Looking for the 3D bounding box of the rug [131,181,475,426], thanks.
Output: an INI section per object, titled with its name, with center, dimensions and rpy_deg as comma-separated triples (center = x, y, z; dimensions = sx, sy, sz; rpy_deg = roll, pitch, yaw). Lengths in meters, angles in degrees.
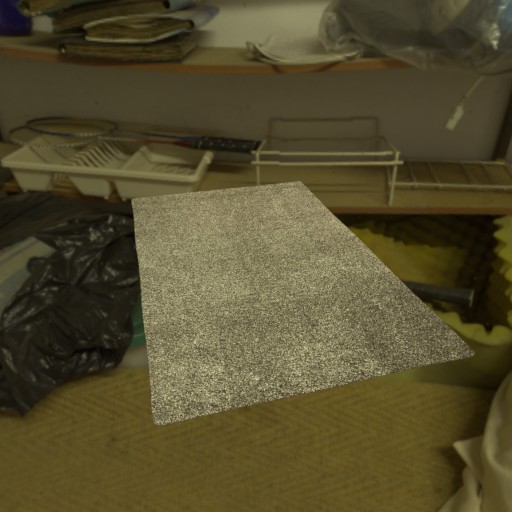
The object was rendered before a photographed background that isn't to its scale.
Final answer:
[rug]
center = 0.000, 0.000, 2.902
dimensions = 1.501, 0.025, 2.352
rpy_deg = -8, 31, -14
